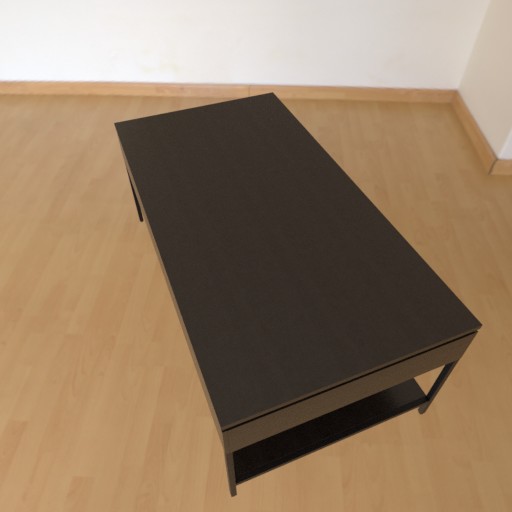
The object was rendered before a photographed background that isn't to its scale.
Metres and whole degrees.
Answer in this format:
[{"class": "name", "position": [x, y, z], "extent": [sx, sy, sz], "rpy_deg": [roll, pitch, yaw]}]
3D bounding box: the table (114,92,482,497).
[{"class": "table", "position": [0.000, 0.000, 1.352], "extent": [0.574, 0.435, 1.095], "rpy_deg": [-16, 49, -15]}]
